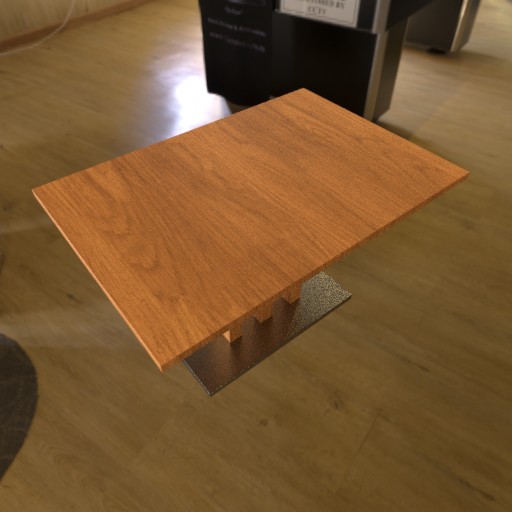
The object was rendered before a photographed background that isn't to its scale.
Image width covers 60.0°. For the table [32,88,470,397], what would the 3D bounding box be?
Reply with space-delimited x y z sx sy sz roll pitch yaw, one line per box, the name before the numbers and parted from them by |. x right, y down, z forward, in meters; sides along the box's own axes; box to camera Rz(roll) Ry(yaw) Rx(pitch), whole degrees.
table | 0.000 0.000 1.868 1.300 0.770 0.900 -29 52 -26
